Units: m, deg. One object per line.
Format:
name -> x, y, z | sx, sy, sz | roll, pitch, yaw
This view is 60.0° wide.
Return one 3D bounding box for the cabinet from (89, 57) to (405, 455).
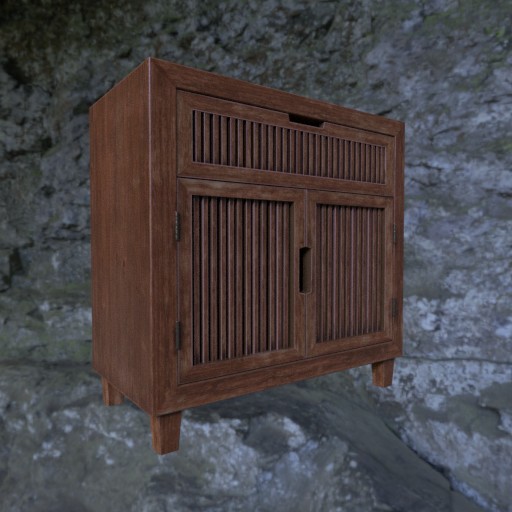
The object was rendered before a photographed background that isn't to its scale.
cabinet -> 0.000, 0.000, 1.251 | 0.796, 0.785, 0.412 | -1, 2, -36
